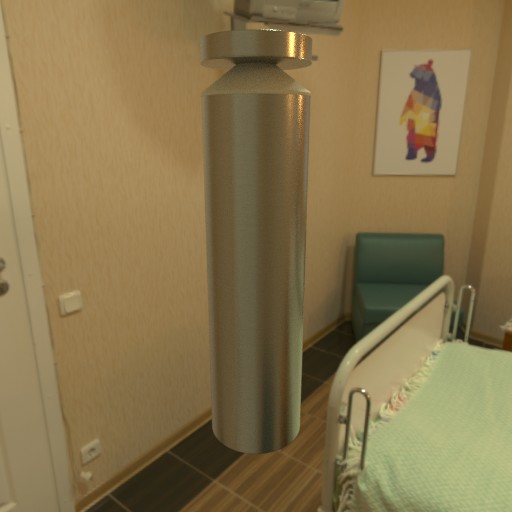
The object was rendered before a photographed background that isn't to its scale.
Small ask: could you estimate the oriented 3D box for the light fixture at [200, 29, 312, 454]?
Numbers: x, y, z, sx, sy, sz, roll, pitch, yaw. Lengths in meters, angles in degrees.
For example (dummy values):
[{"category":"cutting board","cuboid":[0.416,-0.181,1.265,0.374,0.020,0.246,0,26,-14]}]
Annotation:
[{"category":"light fixture","cuboid":[0.000,0.000,0.452,0.102,0.400,0.102,3,17,8]}]
